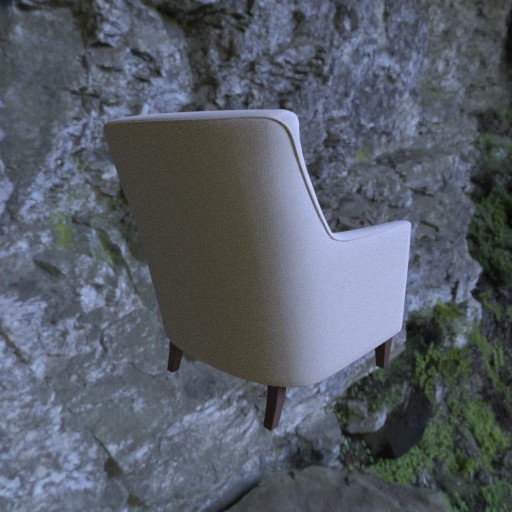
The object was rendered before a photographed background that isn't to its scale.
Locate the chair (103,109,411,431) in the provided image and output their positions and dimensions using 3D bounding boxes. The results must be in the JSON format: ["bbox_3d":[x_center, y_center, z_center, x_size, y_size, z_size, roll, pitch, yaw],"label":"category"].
[{"bbox_3d":[0.000,0.000,1.547,0.756,0.916,0.879,14,20,42],"label":"chair"}]
